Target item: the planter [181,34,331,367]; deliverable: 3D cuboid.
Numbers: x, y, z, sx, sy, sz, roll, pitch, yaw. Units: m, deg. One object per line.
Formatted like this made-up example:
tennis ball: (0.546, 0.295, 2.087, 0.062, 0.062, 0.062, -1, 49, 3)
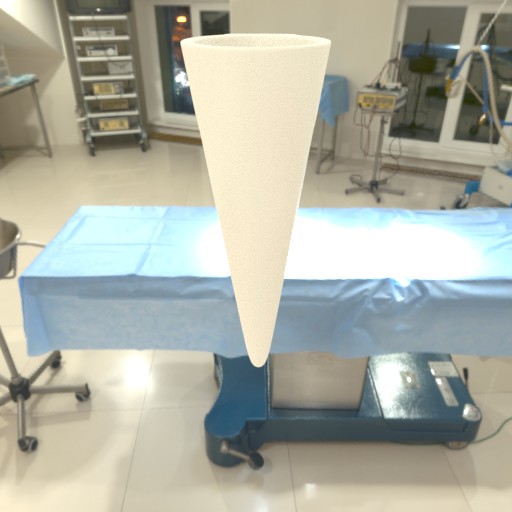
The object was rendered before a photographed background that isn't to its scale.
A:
planter: (0.000, 0.000, 0.220, 0.057, 0.193, 0.064, 2, 30, 3)
